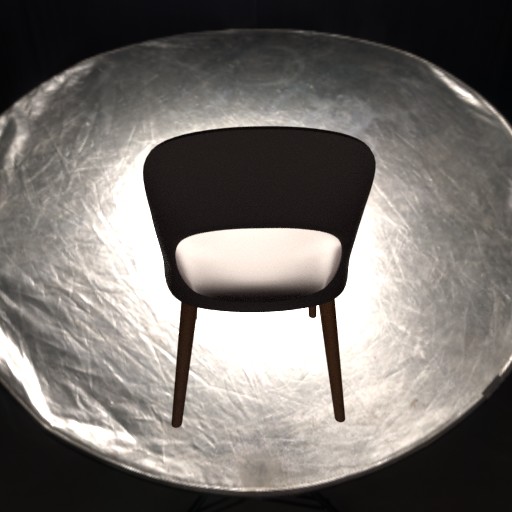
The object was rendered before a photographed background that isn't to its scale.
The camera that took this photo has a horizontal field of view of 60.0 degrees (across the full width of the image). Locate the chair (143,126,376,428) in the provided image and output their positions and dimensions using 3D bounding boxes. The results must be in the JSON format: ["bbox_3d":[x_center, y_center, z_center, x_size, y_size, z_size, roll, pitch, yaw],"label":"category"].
[{"bbox_3d":[0.000,0.000,1.141,0.470,0.794,0.556,-1,30,-2],"label":"chair"}]
